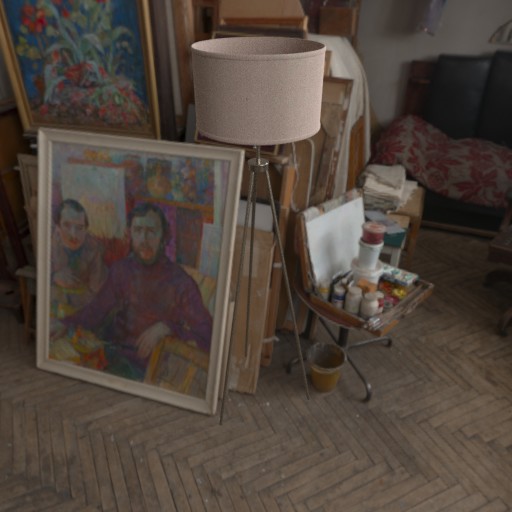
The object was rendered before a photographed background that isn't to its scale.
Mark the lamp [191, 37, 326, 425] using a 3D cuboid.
[{"bbox_3d":[0.000,0.000,1.776,0.449,1.545,0.460,-10,34,-16],"label":"lamp"}]
